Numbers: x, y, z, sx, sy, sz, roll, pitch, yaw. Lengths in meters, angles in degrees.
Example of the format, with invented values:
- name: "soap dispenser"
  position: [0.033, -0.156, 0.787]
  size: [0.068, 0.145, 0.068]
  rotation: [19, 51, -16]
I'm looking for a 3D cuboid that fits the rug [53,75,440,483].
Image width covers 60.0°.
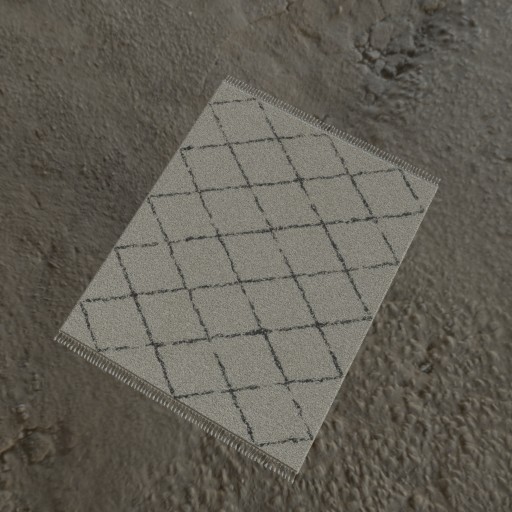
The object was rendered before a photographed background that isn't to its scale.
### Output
- name: "rug"
  position: [0.000, 0.000, 4.064]
  size: [2.380, 0.013, 3.051]
  rotation: [28, 78, 7]
